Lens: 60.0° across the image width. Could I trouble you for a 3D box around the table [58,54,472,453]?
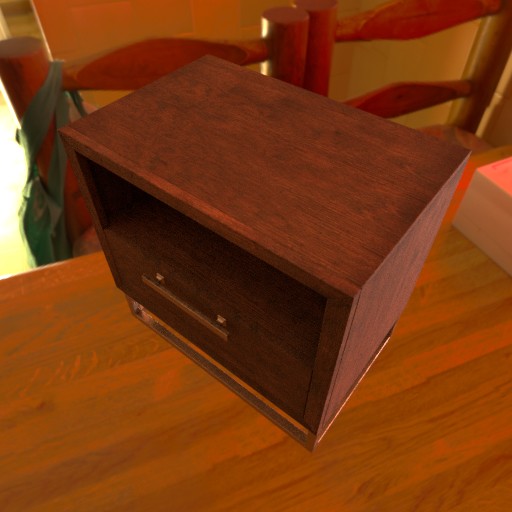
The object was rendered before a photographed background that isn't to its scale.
[{"bbox_3d":[0.000,0.000,1.247,0.767,0.746,0.542,30,55,25],"label":"table"}]
